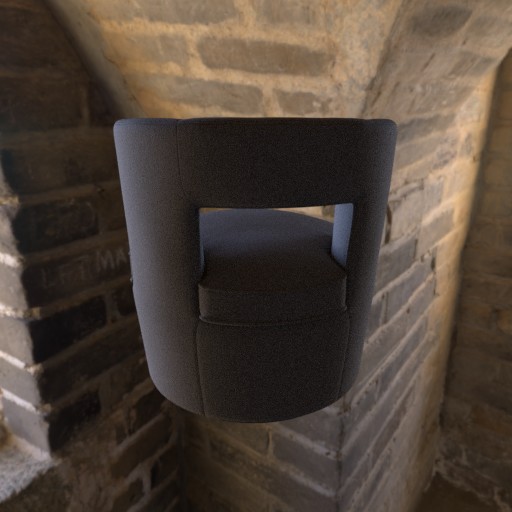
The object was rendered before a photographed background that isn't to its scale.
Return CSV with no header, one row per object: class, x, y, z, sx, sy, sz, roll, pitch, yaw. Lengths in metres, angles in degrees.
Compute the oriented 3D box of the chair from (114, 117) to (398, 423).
chair,0.000,0.000,1.223,0.689,0.719,0.660,-3,16,-10
